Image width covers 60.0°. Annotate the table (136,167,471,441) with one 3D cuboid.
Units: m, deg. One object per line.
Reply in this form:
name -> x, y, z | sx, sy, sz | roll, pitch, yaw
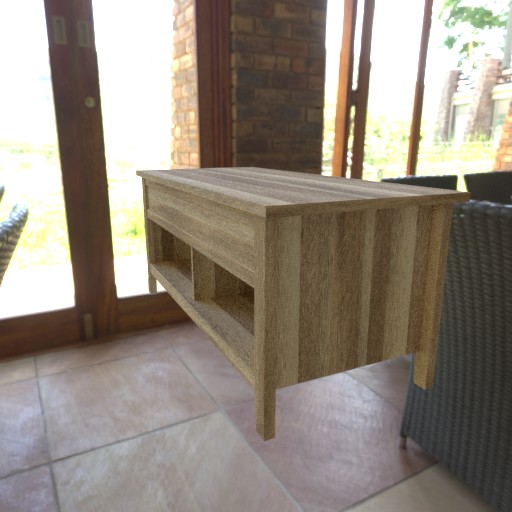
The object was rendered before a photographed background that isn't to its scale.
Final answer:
table -> 0.000, 0.000, 1.381 | 0.493, 0.480, 1.095 | -7, 16, -25
